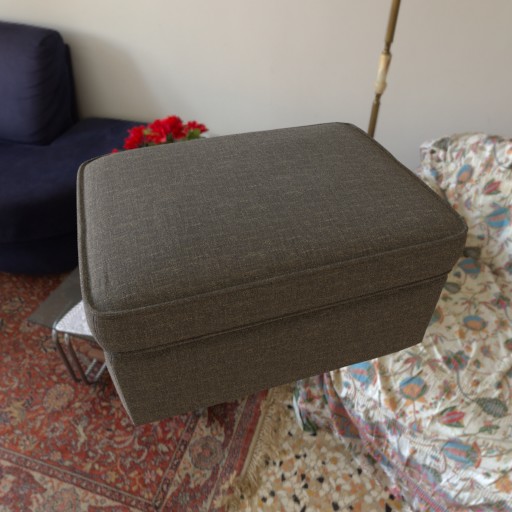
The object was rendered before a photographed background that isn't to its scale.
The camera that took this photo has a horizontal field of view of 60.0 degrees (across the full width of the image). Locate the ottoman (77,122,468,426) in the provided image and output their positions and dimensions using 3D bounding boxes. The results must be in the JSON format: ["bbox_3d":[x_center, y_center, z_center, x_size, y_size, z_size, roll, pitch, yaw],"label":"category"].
[{"bbox_3d":[0.000,0.000,1.080,0.749,0.450,0.549,-12,43,-13],"label":"ottoman"}]
